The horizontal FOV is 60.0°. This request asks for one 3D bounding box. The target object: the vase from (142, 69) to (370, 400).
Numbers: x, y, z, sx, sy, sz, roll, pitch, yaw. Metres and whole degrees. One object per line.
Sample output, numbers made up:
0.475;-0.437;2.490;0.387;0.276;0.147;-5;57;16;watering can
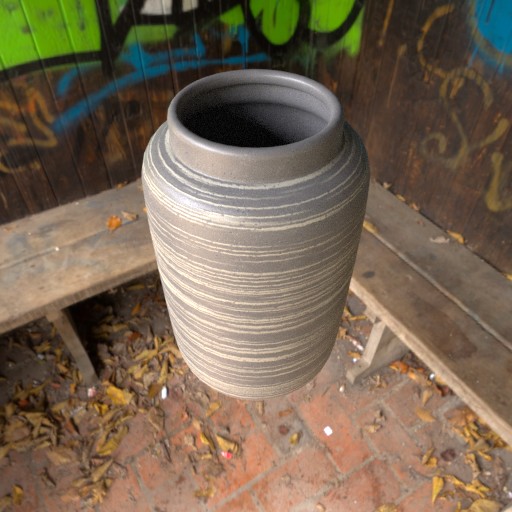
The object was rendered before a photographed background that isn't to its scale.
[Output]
0.000;0.000;0.688;0.297;0.499;0.297;0;46;0;vase
